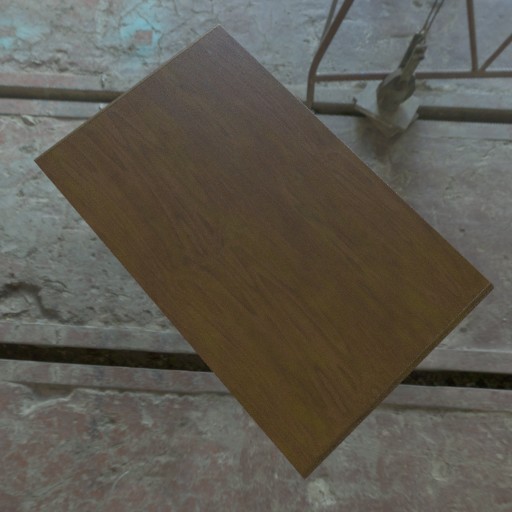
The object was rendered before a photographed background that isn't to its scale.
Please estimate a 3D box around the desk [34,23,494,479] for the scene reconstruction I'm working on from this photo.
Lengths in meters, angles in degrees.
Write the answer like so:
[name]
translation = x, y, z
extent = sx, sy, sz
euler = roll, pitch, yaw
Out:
[desk]
translation = 0.000, 0.000, 1.511
extent = 0.660, 0.754, 1.066
euler = -41, 79, -10
